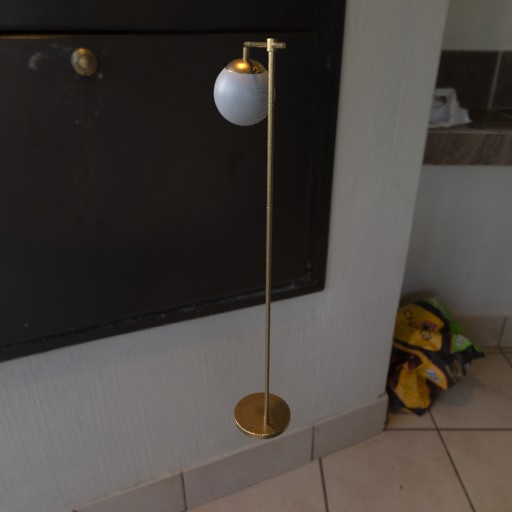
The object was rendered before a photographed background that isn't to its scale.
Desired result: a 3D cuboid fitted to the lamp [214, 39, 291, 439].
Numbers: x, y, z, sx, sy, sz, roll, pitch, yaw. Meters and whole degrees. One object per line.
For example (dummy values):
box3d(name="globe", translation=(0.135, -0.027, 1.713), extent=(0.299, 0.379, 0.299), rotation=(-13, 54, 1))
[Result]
box3d(name="lamp", translation=(0.000, 0.000, 1.710), extent=(0.249, 1.505, 0.476), rotation=(-8, 27, -16))
